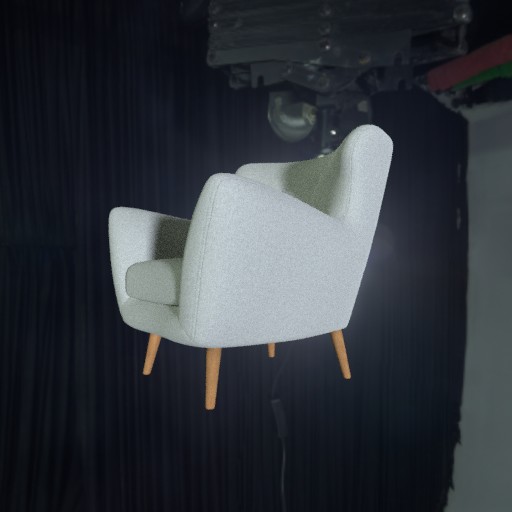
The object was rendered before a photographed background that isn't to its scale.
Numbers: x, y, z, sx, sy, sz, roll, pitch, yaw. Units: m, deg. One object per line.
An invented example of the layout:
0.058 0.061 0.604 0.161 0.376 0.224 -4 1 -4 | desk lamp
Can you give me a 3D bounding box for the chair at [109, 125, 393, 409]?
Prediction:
0.000 0.000 1.672 0.889 0.889 0.890 1 -1 -35 | chair
